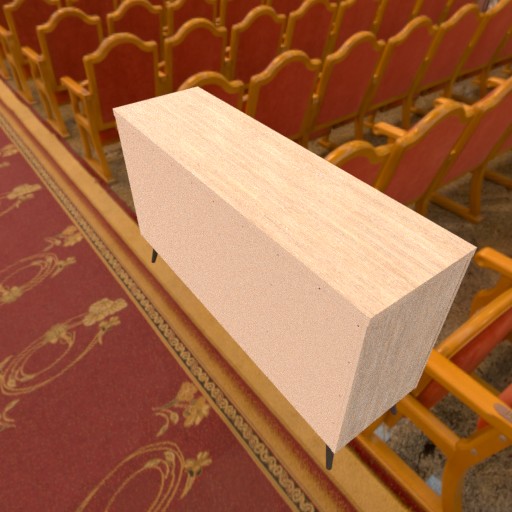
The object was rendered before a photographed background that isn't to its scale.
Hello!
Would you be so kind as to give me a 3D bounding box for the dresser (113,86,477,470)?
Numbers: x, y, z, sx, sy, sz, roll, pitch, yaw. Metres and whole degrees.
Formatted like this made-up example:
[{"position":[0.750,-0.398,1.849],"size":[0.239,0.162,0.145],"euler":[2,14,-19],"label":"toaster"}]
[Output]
[{"position":[0.000,0.000,1.919],"size":[0.457,0.914,1.524],"euler":[-26,48,-27],"label":"dresser"}]
